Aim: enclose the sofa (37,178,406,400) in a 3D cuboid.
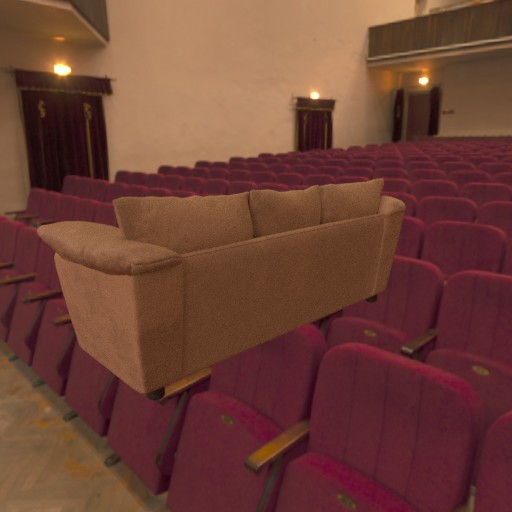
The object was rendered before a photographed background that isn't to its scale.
[{"bbox_3d":[0.000,0.000,2.863,2.377,0.981,0.893,-14,20,-42],"label":"sofa"}]
